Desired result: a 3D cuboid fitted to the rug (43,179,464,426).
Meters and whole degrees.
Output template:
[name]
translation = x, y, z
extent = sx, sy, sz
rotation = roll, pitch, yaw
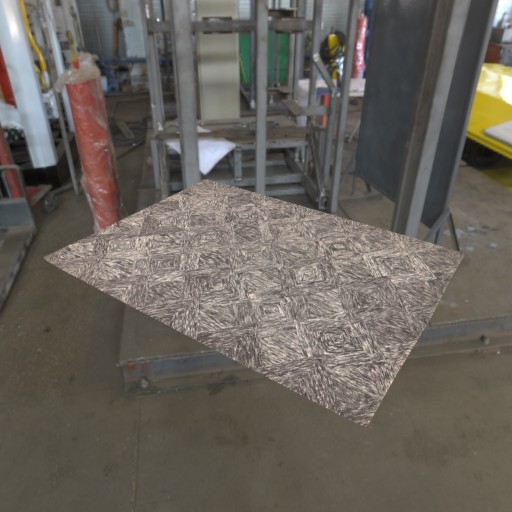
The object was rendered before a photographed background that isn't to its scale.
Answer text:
[rug]
translation = 0.000, 0.000, 5.280
extent = 4.093, 0.020, 2.997
rotation = 20, 37, 29
